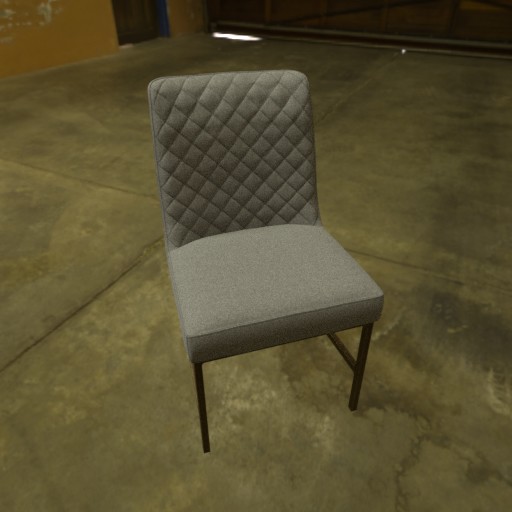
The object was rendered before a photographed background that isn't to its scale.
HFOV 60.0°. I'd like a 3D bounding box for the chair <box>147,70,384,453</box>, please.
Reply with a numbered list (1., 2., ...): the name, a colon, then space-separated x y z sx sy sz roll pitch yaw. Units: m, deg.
1. chair: 0.000 0.000 1.270 0.508 0.889 0.587 -10 35 -15
